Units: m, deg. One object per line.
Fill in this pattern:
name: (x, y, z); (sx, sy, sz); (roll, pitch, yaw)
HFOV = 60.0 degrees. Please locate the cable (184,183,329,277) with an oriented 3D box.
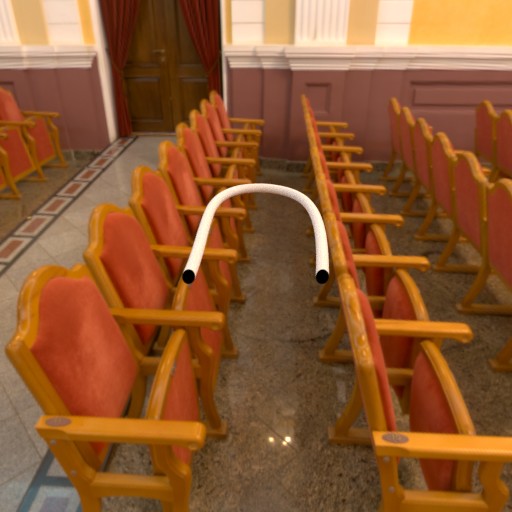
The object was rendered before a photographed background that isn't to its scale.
cable: (0.000, 0.000, 0.108); (0.040, 0.006, 0.098); (2, 29, 3)
